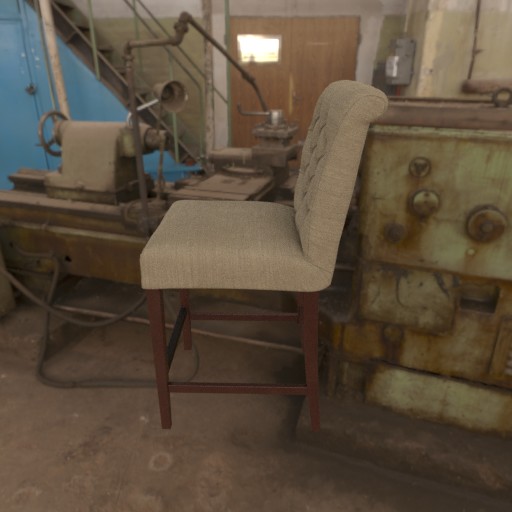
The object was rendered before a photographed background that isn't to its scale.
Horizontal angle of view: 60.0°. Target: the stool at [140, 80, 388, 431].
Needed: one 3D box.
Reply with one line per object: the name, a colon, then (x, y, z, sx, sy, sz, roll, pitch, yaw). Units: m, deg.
stool: (0.000, 0.000, 1.481, 0.660, 1.084, 0.486, 1, 24, 1)
